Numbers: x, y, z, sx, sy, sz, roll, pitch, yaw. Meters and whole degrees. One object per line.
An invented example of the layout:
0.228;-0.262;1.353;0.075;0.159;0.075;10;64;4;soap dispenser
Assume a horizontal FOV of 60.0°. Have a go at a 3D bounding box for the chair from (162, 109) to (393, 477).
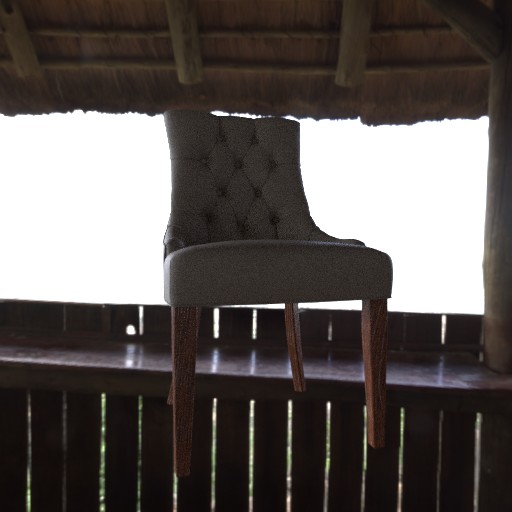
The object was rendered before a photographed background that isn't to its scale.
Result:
0.000;0.000;1.175;0.509;0.874;0.565;0;2;-16;chair
